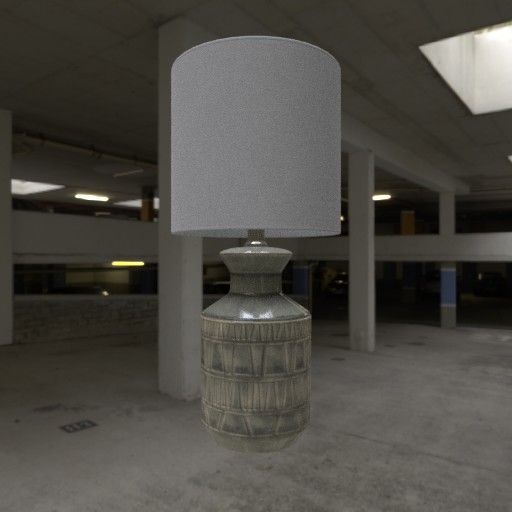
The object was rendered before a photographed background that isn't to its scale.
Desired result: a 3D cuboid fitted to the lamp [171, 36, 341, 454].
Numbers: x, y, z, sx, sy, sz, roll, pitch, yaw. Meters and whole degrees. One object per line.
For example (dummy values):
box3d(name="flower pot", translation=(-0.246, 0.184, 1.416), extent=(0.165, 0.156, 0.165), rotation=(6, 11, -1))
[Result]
box3d(name="lamp", translation=(0.000, 0.000, 0.563), extent=(0.211, 0.455, 0.211), rotation=(0, 0, 37))
